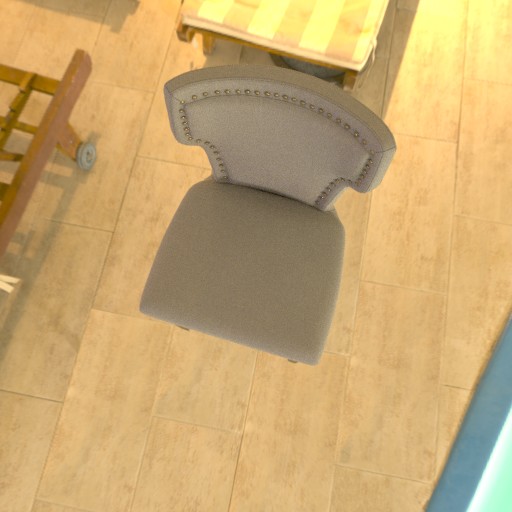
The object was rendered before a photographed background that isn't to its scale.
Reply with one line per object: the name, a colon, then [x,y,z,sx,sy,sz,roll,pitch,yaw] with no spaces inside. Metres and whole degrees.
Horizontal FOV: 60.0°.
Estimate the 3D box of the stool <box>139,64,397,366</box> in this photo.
stool: [0.000,0.000,1.394,0.526,1.092,0.563,16,75,4]
